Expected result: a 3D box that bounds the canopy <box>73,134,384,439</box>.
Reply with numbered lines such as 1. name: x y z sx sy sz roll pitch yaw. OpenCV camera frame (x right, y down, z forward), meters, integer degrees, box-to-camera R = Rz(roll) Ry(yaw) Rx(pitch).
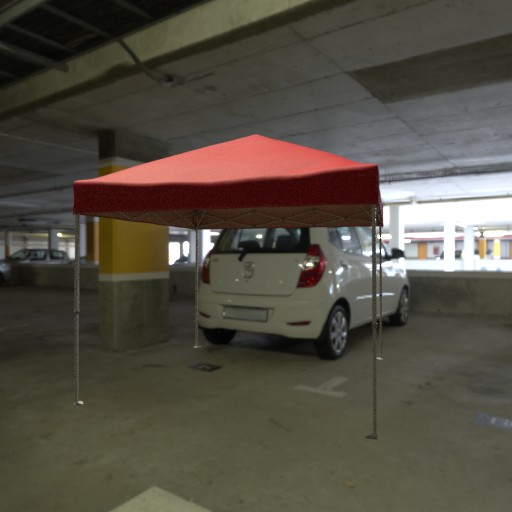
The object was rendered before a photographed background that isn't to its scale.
1. canopy: 0.000 0.000 5.468 2.996 2.997 2.998 0 0 17
